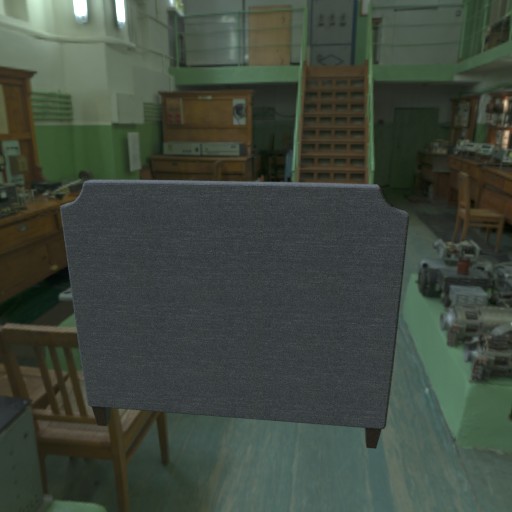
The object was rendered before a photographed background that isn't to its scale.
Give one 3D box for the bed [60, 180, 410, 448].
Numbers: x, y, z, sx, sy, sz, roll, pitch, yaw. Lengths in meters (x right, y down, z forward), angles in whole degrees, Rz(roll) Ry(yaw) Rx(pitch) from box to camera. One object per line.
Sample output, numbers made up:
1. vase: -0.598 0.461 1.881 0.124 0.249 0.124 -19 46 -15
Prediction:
1. bed: 0.000 0.000 3.437 1.713 1.457 2.381 2 18 7
